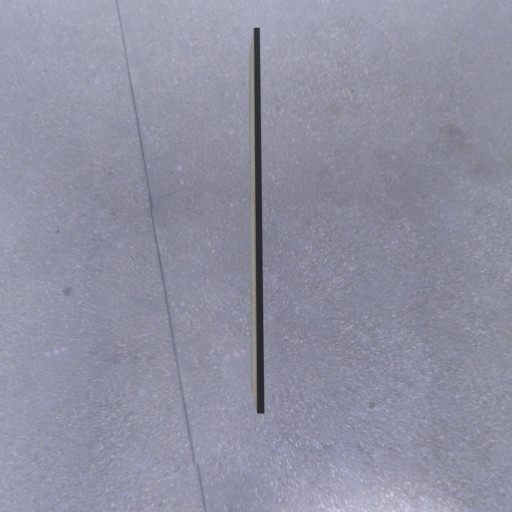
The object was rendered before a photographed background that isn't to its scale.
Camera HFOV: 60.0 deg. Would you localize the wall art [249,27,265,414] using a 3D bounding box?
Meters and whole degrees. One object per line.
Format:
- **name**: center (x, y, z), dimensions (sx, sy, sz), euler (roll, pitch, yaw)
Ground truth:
- **wall art**: center (0.000, 0.000, 0.931), dimensions (0.018, 0.660, 0.559), euler (0, 76, 0)
